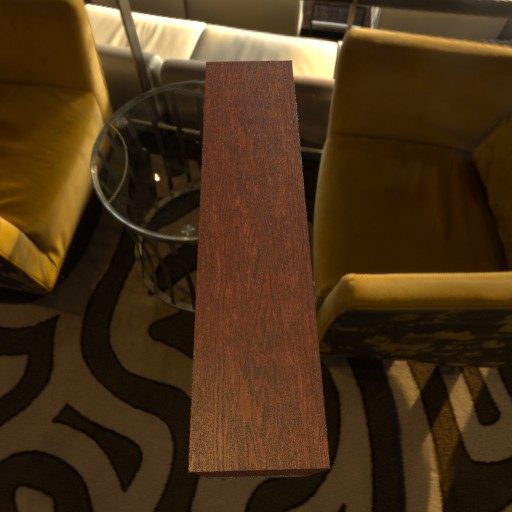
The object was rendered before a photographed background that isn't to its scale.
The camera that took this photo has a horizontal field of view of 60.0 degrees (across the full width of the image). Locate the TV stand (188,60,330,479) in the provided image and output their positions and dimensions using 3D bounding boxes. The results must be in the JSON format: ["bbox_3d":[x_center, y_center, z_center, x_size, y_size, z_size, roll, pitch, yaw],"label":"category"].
[{"bbox_3d":[0.000,0.000,1.740,0.382,0.578,1.541,-1,62,-1],"label":"TV stand"}]
